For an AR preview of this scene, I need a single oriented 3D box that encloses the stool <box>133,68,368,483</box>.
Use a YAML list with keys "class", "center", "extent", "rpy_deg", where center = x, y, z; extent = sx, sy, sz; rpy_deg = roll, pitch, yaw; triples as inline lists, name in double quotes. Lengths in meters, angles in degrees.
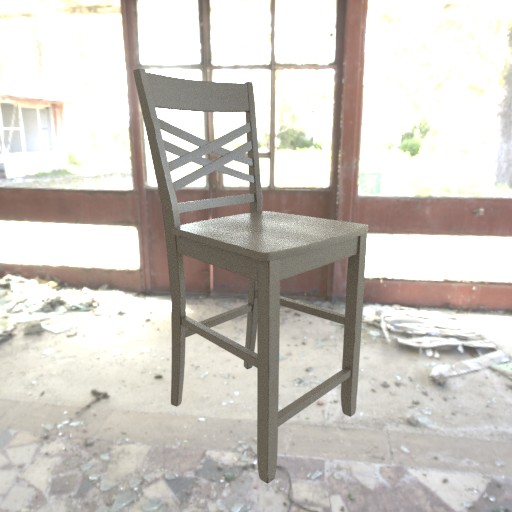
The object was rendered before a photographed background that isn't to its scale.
- class: "stool"
  center: [0.000, 0.000, 1.370]
  extent: [0.539, 1.079, 0.462]
  rpy_deg: [14, 21, 42]
